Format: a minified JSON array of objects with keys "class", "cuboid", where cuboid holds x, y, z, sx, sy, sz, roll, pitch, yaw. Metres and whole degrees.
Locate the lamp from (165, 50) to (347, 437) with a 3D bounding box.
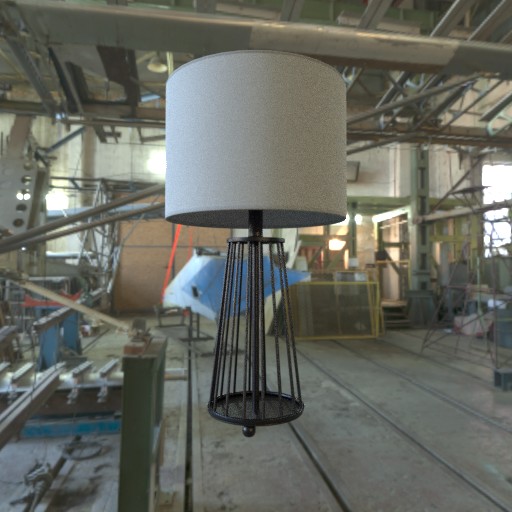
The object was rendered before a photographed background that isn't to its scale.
[{"class":"lamp","cuboid":[0.000,0.000,0.799,0.322,0.593,0.322,-1,-2,36]}]
